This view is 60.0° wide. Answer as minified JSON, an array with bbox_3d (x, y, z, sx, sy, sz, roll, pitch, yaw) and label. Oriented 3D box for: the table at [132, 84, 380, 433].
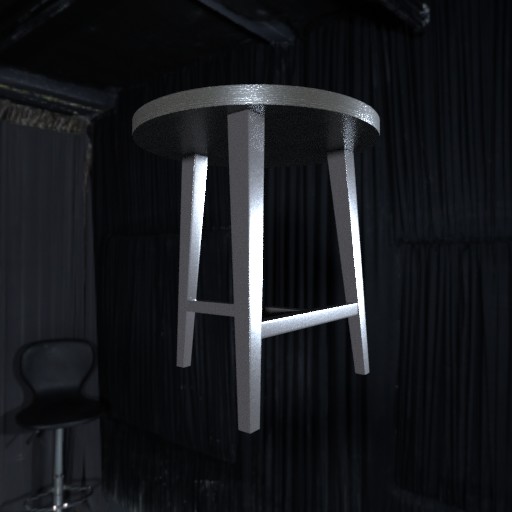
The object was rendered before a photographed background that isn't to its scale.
[{"bbox_3d":[0.000,0.000,0.932,0.500,0.531,0.500,0,0,0],"label":"table"}]
